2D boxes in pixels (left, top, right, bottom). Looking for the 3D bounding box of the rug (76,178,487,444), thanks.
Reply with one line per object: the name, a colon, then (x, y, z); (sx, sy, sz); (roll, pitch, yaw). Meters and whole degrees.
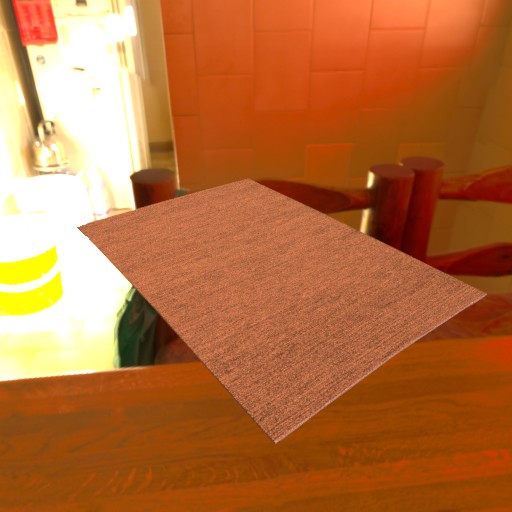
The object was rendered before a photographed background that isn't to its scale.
rug: (0.000, 0.000, 2.942); (1.616, 0.030, 2.338); (-22, 37, -31)
